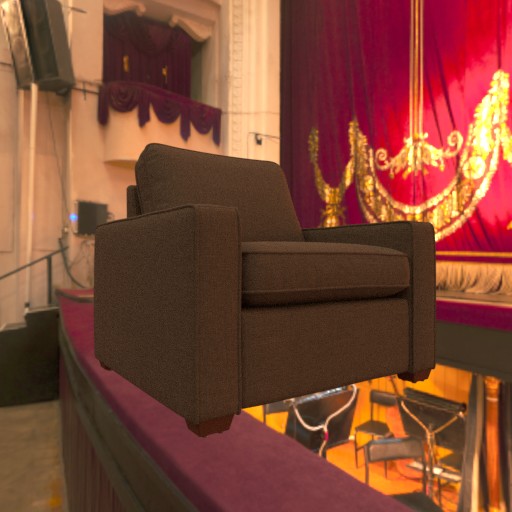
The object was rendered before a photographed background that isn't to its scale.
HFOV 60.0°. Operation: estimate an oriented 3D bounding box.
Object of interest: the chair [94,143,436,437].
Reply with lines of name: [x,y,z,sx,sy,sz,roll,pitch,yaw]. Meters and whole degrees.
chair: [0.000,0.000,1.725,1.017,0.919,0.940,0,0,-35]
